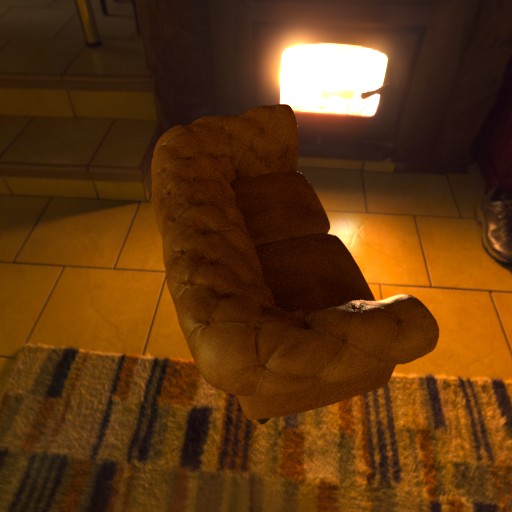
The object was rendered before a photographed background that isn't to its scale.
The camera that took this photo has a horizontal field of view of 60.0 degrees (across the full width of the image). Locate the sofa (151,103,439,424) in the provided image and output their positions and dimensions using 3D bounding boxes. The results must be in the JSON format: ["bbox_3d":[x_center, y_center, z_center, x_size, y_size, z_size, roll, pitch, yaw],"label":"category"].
[{"bbox_3d":[0.000,0.000,2.586,1.042,0.877,1.979,-11,48,-10],"label":"sofa"}]
